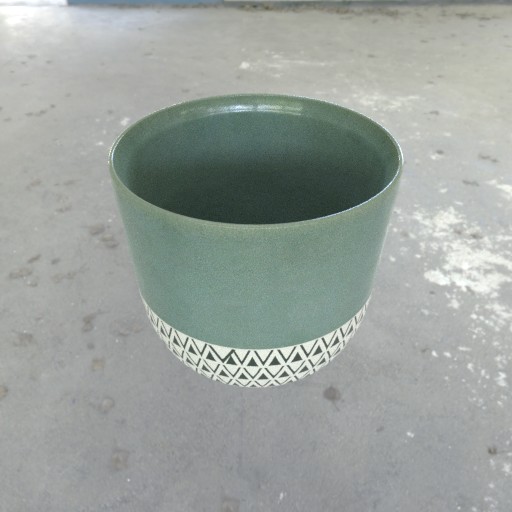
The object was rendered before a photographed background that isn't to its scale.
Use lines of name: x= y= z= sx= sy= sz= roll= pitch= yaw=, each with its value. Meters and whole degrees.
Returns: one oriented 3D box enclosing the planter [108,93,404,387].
planter: x=0.000 y=0.000 z=0.495 sx=0.266 sy=0.270 sz=0.266 roll=0 pitch=39 yaw=0
